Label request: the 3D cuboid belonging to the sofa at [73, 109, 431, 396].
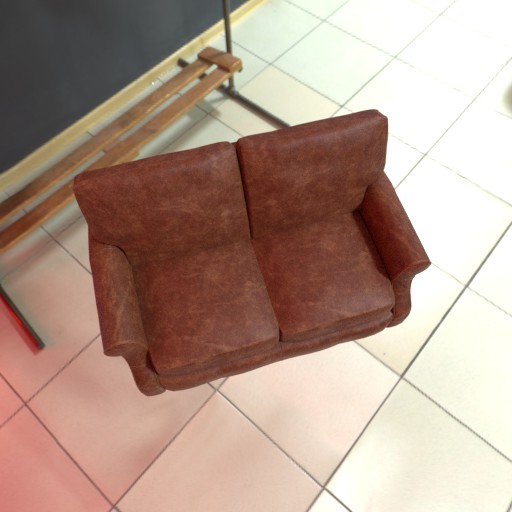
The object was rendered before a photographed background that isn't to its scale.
[{"bbox_3d":[0.000,0.000,2.300,1.616,0.967,0.990,-14,63,-7],"label":"sofa"}]
